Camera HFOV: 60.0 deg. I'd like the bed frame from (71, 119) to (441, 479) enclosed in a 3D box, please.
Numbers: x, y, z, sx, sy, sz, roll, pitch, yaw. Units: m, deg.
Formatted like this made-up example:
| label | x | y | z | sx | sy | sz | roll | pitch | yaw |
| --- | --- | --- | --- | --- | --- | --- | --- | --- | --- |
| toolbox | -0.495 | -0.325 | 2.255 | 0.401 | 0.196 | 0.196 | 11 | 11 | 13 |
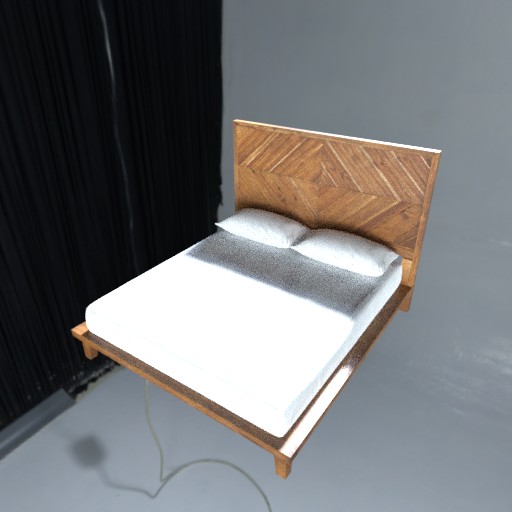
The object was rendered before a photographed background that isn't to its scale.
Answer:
| label | x | y | z | sx | sy | sz | roll | pitch | yaw |
| --- | --- | --- | --- | --- | --- | --- | --- | --- | --- |
| bed frame | 0.000 | 0.000 | 3.594 | 2.038 | 1.537 | 2.235 | 19 | 34 | 30 |
